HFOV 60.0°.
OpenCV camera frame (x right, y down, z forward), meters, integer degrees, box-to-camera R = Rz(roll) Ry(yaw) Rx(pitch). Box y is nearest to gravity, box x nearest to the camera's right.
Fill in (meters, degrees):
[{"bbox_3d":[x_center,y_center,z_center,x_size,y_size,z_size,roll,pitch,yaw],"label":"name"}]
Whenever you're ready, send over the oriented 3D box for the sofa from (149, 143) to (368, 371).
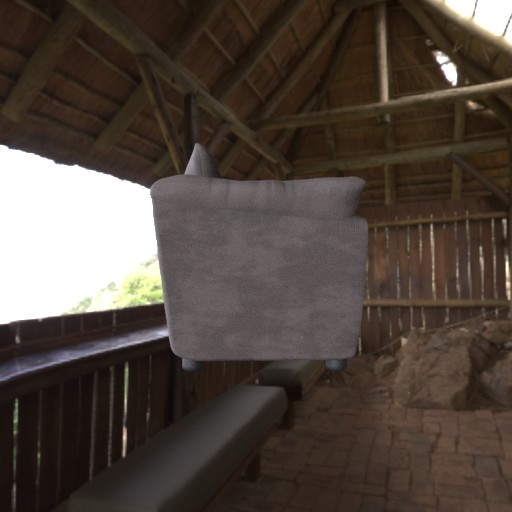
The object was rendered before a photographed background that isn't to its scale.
[{"bbox_3d":[0.000,0.000,2.865,0.893,0.981,2.377,0,0,0],"label":"sofa"}]
